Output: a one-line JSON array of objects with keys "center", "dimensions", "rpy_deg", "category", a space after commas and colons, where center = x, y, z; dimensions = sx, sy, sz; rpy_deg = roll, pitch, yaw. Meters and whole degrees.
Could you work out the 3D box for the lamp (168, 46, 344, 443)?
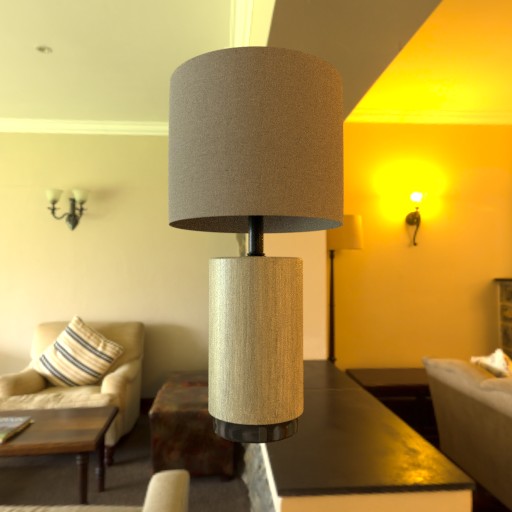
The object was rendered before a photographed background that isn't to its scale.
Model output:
[{"center": [0.000, 0.000, 0.583], "dimensions": [0.228, 0.444, 0.228], "rpy_deg": [-2, -3, 36], "category": "lamp"}]
